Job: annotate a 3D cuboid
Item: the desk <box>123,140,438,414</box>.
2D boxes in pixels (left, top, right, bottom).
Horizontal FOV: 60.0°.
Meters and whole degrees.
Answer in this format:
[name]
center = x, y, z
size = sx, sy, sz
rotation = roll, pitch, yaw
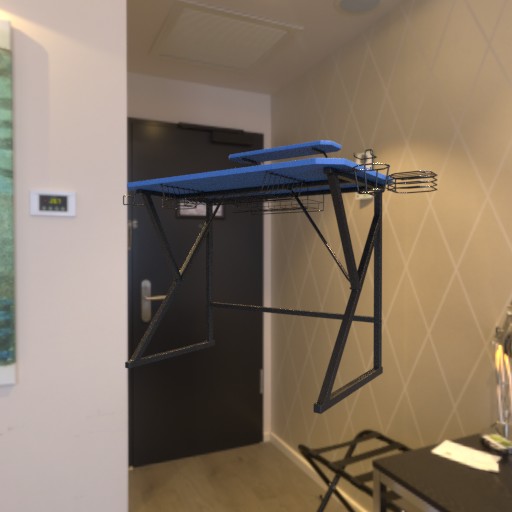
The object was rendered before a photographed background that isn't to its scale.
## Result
[desk]
center = 0.000, 0.000, 1.781
size = 1.295, 0.909, 0.594
rotation = 1, 1, 35
